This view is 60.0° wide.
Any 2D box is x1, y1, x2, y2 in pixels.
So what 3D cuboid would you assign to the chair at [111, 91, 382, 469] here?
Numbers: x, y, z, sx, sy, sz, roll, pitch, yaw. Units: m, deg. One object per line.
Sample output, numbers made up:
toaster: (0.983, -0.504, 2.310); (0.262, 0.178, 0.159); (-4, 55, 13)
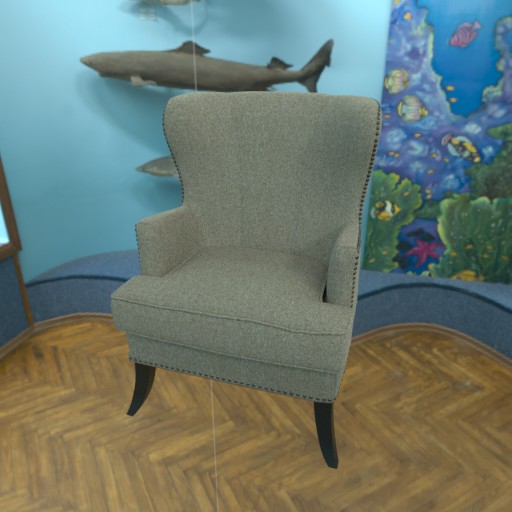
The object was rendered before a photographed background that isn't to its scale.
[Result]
chair: (0.000, 0.000, 1.580); (0.759, 1.060, 0.758); (7, 25, 16)
